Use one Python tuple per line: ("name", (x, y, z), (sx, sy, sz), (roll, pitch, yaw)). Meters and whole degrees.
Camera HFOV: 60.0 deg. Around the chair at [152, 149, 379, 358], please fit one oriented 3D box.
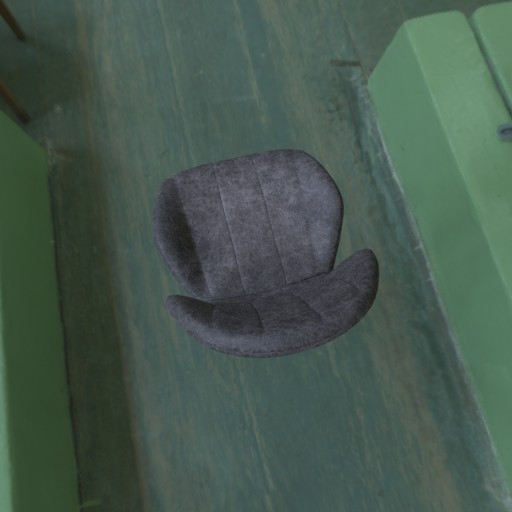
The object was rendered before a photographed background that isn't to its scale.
("chair", (0.000, 0.000, 1.298), (0.527, 0.934, 0.640), (-13, 74, -4))
